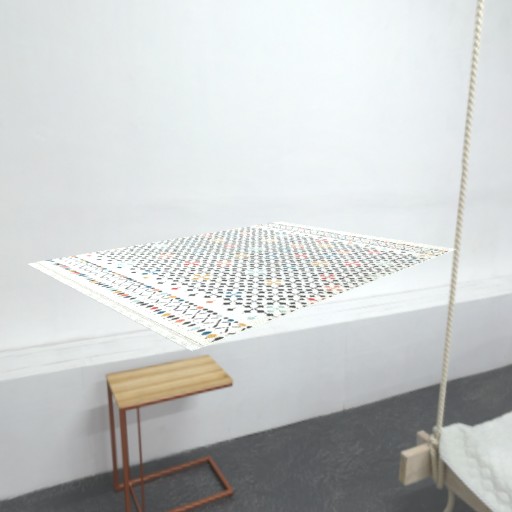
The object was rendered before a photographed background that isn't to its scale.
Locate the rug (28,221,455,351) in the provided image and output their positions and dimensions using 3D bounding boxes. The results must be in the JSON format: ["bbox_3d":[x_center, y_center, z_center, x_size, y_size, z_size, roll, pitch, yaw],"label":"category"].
[{"bbox_3d":[0.000,0.000,4.079,3.196,0.007,2.354,-13,19,-43],"label":"rug"}]
